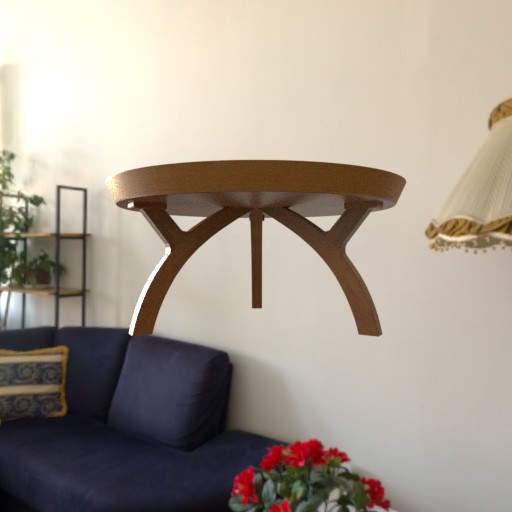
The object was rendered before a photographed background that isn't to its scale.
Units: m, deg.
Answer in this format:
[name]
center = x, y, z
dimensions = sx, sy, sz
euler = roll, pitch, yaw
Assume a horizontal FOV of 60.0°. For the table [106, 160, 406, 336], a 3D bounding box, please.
[table]
center = 0.000, 0.000, 1.550
dimensions = 1.016, 0.470, 1.016
euler = 0, 1, 0
